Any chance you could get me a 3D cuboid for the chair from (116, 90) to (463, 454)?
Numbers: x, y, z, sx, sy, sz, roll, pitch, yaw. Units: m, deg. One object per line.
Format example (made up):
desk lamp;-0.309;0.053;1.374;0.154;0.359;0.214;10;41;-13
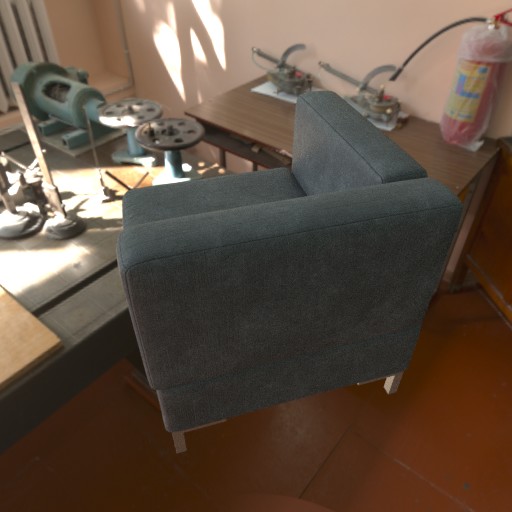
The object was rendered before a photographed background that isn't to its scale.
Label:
chair;0.000;0.000;1.217;0.680;0.660;0.680;-11;41;-13
